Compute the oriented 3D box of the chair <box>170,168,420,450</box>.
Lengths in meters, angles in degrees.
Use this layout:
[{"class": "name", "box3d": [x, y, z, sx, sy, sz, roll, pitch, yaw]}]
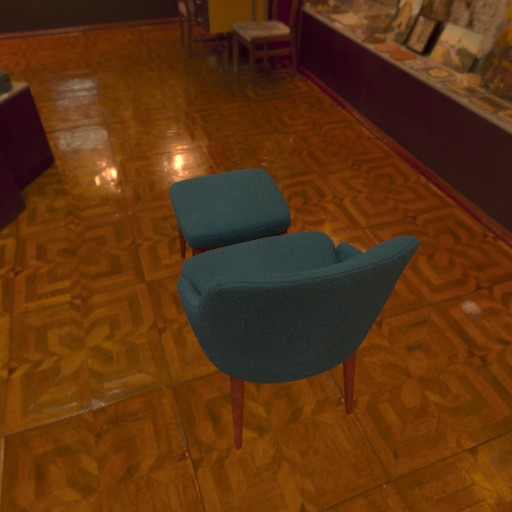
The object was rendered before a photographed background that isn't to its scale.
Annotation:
[{"class": "chair", "box3d": [0.000, 0.000, 1.541, 0.584, 0.866, 1.114, -12, 44, -13]}]
